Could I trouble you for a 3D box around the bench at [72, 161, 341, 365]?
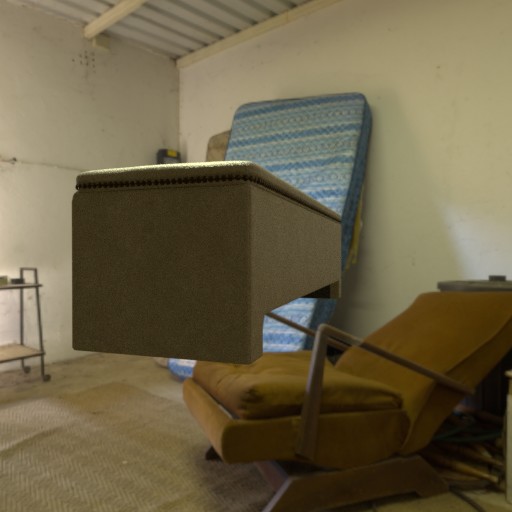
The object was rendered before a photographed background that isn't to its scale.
[{"bbox_3d":[0.000,0.000,1.691,0.470,0.447,1.482,0,1,18],"label":"bench"}]
